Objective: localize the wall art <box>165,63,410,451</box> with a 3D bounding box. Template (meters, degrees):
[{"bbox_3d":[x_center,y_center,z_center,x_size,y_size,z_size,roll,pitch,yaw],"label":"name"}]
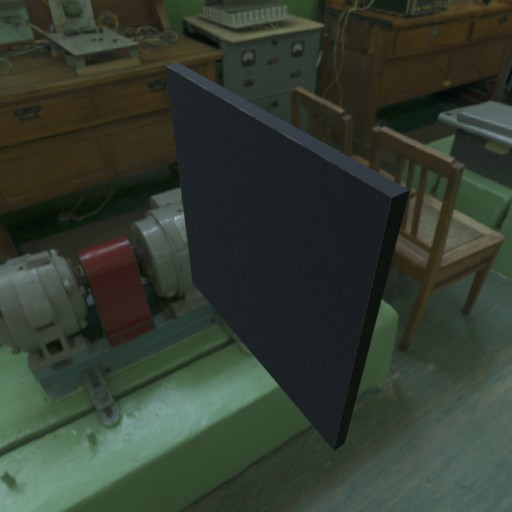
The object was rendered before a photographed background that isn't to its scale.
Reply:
[{"bbox_3d":[0.000,0.000,1.142,0.038,0.762,0.762,-24,45,-26],"label":"wall art"}]
